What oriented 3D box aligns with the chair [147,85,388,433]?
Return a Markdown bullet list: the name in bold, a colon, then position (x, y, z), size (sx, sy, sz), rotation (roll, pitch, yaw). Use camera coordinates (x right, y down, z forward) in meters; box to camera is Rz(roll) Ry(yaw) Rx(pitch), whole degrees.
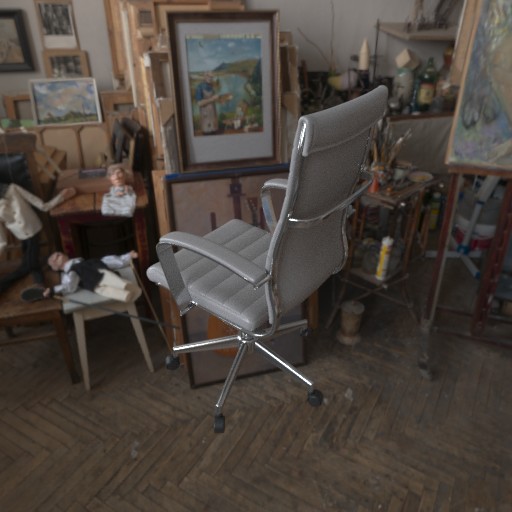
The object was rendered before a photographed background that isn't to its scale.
- **chair**: position (0.000, 0.000, 1.570), size (0.667, 1.149, 0.679), rotation (21, 38, 31)
